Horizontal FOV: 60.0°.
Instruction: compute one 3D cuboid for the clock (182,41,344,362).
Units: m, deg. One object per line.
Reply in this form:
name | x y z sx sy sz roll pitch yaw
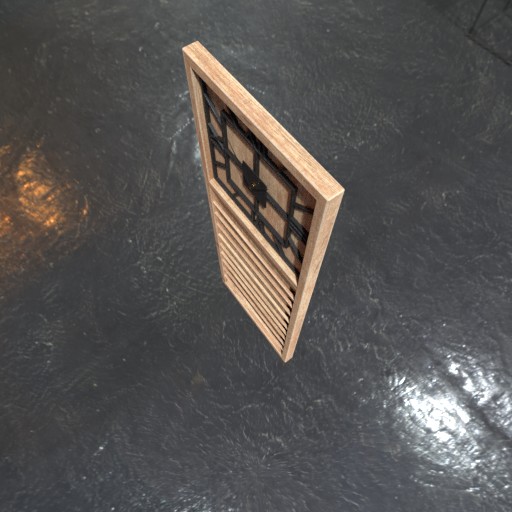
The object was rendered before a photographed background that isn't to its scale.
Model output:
clock | 0.000 0.000 1.085 0.030 0.965 0.361 -34 69 -15
